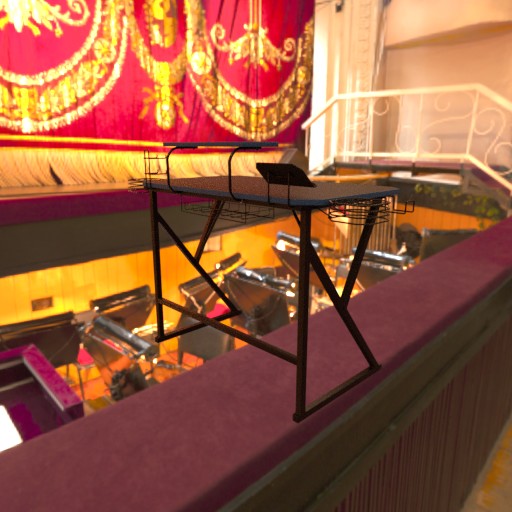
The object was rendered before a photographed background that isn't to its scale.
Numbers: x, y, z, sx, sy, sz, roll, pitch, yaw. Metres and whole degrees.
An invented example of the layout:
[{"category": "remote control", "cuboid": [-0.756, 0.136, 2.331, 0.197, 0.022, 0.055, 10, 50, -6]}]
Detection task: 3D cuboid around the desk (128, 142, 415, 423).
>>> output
[{"category": "desk", "cuboid": [0.000, 0.000, 1.831, 0.594, 0.909, 1.295, -13, 19, -43]}]
